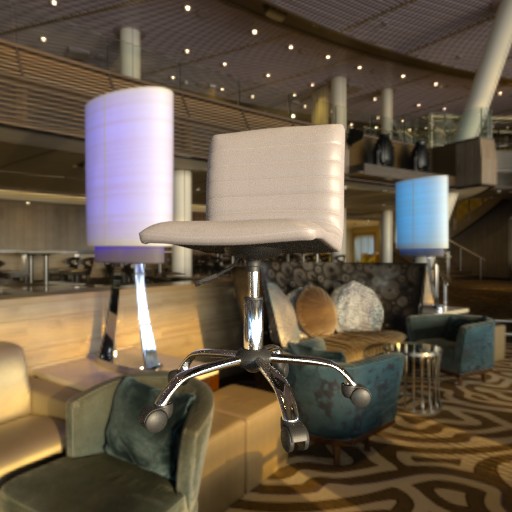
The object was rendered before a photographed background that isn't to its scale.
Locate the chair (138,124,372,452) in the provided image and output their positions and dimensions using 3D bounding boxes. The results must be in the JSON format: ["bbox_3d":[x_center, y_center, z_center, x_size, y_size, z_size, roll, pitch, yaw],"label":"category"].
[{"bbox_3d":[0.000,0.000,1.134,0.569,0.750,0.542,0,0,18],"label":"chair"}]
